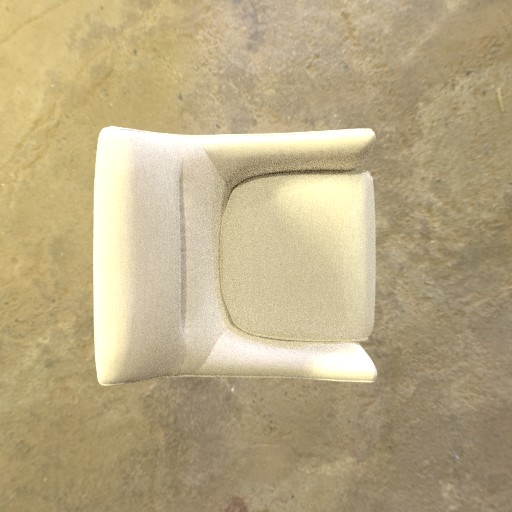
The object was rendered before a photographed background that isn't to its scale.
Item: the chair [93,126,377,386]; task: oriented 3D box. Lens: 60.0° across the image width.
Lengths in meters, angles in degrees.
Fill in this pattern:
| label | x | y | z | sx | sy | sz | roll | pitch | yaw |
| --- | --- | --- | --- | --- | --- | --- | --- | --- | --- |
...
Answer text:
| label | x | y | z | sx | sy | sz | roll | pitch | yaw |
| --- | --- | --- | --- | --- | --- | --- | --- | --- | --- |
| chair | 0.000 | 0.000 | 1.443 | 0.787 | 0.838 | 0.762 | 0 | 90 | 0 |
